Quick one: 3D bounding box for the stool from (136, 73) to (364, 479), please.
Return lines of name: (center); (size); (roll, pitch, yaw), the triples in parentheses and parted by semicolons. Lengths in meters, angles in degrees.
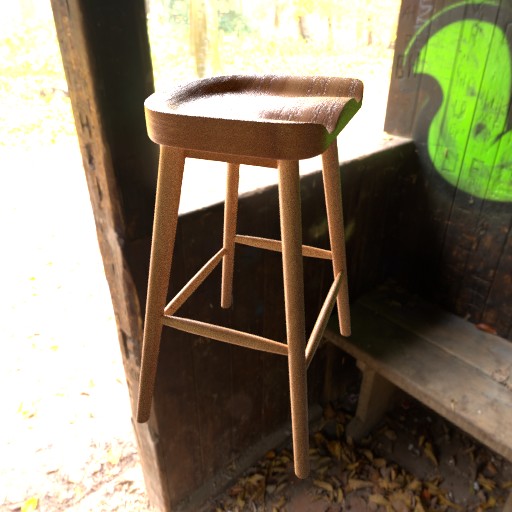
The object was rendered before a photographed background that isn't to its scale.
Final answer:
stool: (0.000, 0.000, 0.866); (0.361, 0.615, 0.440); (11, 32, 18)
